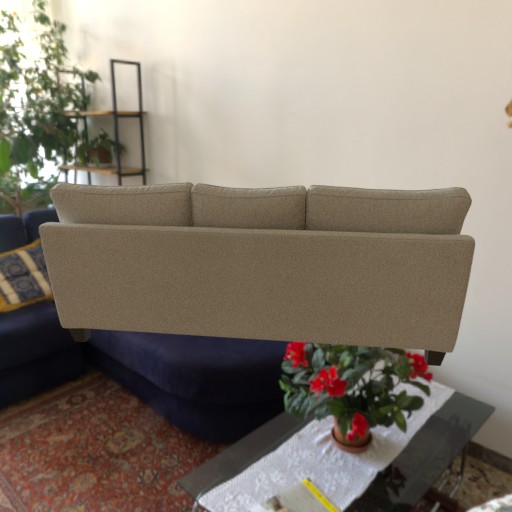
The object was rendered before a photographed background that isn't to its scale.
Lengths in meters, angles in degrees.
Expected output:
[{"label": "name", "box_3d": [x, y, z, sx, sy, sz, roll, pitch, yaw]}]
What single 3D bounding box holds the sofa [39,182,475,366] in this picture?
[{"label": "sofa", "box_3d": [0.000, 0.000, 2.838, 2.323, 0.991, 1.016, 2, 16, 8]}]
